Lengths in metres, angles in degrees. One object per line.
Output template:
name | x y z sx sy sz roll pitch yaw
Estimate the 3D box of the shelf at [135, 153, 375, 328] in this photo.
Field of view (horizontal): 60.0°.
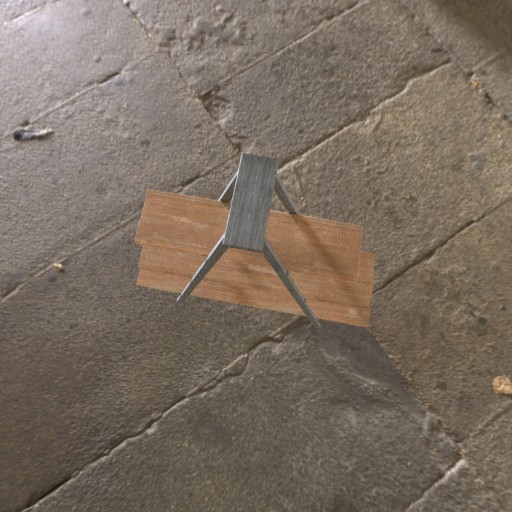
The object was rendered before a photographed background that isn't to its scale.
shelf | 0.000 0.000 2.706 1.746 1.808 0.508 10 75 3
